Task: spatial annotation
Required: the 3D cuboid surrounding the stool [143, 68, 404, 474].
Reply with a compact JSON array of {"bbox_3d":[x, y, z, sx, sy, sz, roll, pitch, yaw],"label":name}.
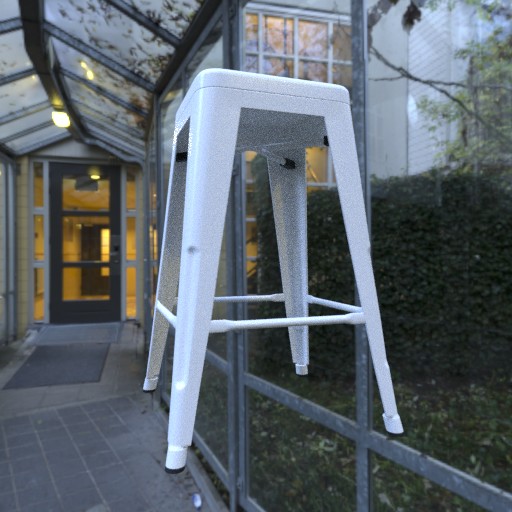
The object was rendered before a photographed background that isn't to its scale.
[{"bbox_3d":[0.000,0.000,0.876,0.406,0.610,0.406,0,1,-19],"label":"stool"}]
